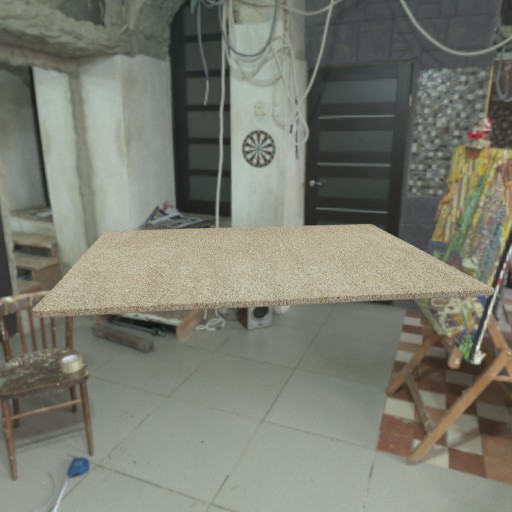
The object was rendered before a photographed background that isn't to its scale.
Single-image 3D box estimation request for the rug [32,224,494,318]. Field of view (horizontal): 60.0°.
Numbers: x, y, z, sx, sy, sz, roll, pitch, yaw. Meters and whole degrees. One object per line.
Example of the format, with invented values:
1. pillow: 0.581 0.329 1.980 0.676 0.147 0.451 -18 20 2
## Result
1. rug: 0.000 0.000 2.077 1.600 0.025 1.199 -2 16 -7
